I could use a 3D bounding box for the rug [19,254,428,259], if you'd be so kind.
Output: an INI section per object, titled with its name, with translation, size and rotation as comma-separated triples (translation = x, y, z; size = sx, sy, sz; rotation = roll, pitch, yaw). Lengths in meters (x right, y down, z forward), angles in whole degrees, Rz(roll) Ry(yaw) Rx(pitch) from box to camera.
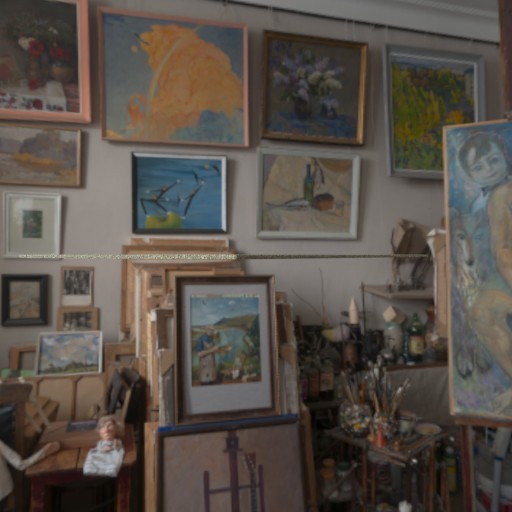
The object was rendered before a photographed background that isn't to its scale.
[rug]
translation = 0.000, 0.000, 2.877
size = 1.532, 0.018, 2.297
rotation = 0, 0, 37
